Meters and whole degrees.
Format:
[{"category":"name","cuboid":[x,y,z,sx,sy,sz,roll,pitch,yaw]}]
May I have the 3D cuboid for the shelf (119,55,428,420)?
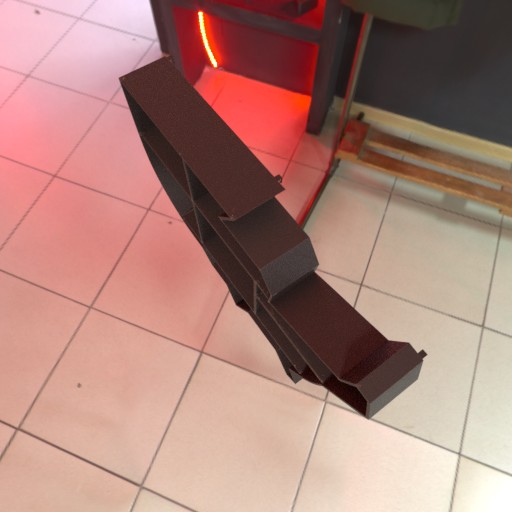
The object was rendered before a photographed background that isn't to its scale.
[{"category":"shelf","cuboid":[0.000,0.000,0.908,0.112,0.439,0.729,-33,68,-15]}]
